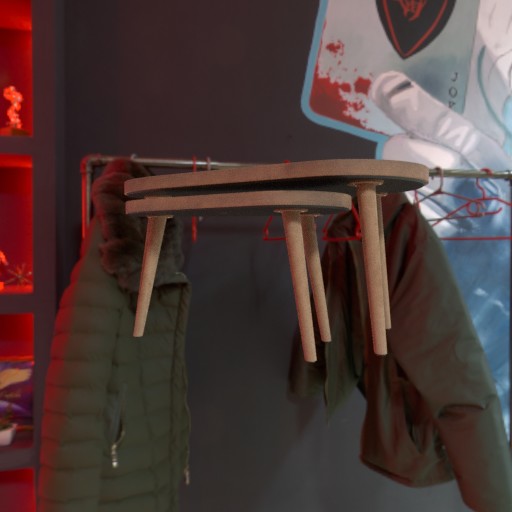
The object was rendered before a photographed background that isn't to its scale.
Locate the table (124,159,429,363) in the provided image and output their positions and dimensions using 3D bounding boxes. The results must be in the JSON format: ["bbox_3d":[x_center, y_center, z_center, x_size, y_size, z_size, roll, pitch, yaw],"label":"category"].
[{"bbox_3d":[0.000,0.000,1.633,1.190,0.595,0.701,0,2,18],"label":"table"}]
